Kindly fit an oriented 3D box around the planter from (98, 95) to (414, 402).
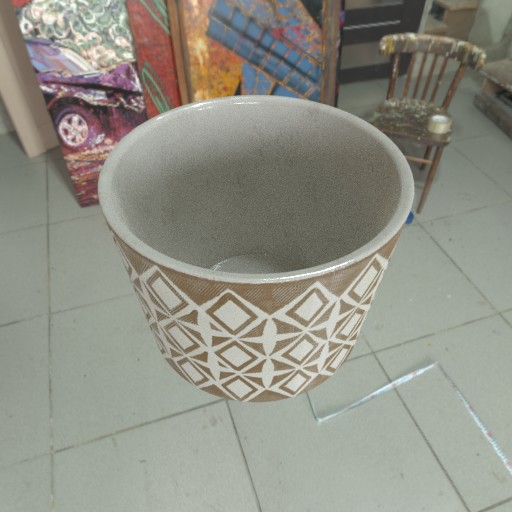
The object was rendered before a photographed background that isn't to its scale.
[{"bbox_3d":[0.000,0.000,0.453,0.260,0.220,0.260,0,46,0],"label":"planter"}]
